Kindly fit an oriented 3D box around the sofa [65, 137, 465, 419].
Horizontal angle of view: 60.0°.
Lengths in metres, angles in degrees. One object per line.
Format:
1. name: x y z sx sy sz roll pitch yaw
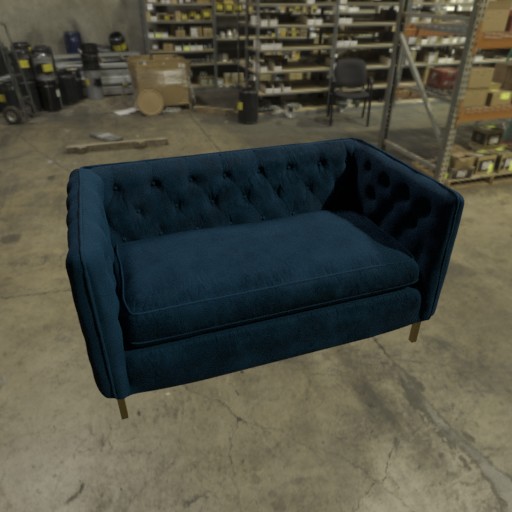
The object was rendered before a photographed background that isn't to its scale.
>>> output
1. sofa: 0.000 0.000 2.133 1.583 0.810 0.909 -10 33 -16
